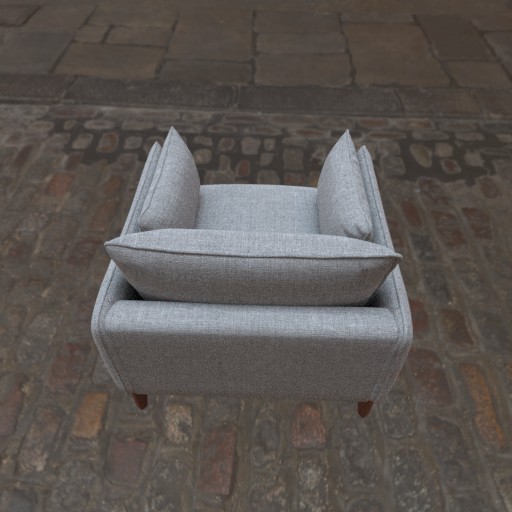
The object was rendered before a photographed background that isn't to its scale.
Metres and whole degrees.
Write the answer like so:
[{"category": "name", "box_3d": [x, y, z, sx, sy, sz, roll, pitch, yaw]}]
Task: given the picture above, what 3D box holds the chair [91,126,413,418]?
[{"category": "chair", "box_3d": [0.000, 0.000, 1.714, 0.993, 0.839, 0.976, 1, 47, 1]}]
